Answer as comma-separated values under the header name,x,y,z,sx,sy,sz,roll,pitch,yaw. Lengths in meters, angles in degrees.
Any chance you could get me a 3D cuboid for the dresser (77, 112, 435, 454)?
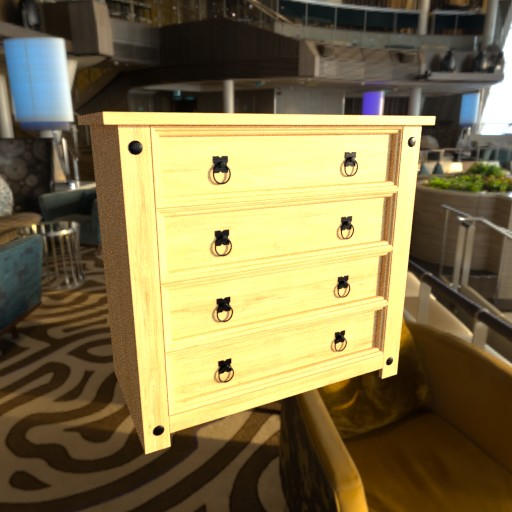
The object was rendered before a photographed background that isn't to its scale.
name,x,y,z,sx,sy,sz,roll,pitch,yaw
dresser,0.000,0.000,1.214,0.800,0.730,0.410,-8,18,-26
